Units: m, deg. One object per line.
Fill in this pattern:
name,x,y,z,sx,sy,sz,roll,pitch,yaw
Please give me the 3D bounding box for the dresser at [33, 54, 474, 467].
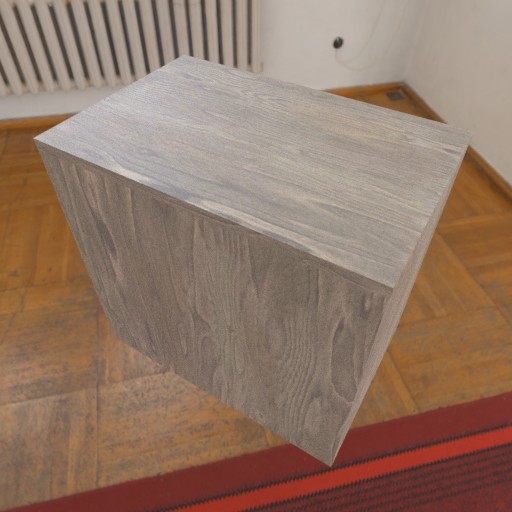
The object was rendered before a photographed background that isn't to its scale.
dresser,0.000,0.000,1.244,0.809,0.762,0.529,24,50,21
